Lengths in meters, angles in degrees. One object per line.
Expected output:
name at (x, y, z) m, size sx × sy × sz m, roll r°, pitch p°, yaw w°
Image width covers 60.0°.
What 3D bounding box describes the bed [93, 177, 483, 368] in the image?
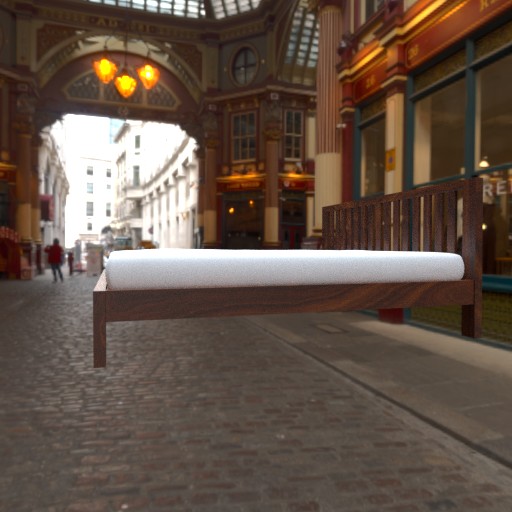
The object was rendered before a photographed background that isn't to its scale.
bed at (0.000, 0.000, 3.060) m, size 2.030 × 0.890 × 1.905 m, roll 0°, pitch 1°, yaw -18°
